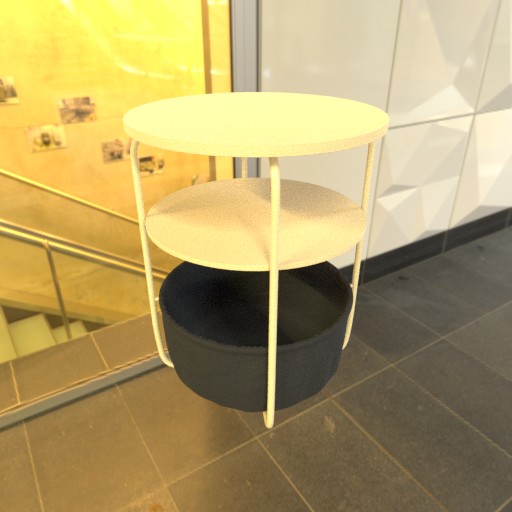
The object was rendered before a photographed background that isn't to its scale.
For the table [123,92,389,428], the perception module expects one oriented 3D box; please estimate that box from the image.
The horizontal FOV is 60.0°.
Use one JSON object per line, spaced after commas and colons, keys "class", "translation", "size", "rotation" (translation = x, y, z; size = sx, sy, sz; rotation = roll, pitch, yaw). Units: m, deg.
{"class": "table", "translation": [0.000, 0.000, 0.846], "size": [0.418, 0.532, 0.418], "rotation": [20, 35, 33]}
